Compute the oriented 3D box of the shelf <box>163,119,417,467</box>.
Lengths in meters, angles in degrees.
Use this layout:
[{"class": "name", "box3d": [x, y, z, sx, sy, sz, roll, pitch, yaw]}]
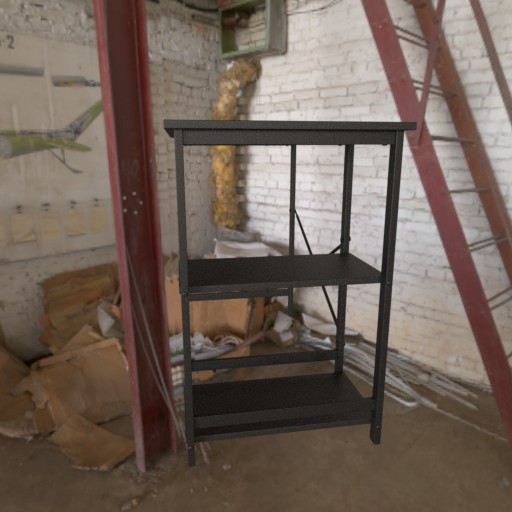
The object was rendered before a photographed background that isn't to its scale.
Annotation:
[{"class": "shelf", "box3d": [0.000, 0.000, 1.365, 0.498, 0.749, 0.902, -2, 14, -10]}]
